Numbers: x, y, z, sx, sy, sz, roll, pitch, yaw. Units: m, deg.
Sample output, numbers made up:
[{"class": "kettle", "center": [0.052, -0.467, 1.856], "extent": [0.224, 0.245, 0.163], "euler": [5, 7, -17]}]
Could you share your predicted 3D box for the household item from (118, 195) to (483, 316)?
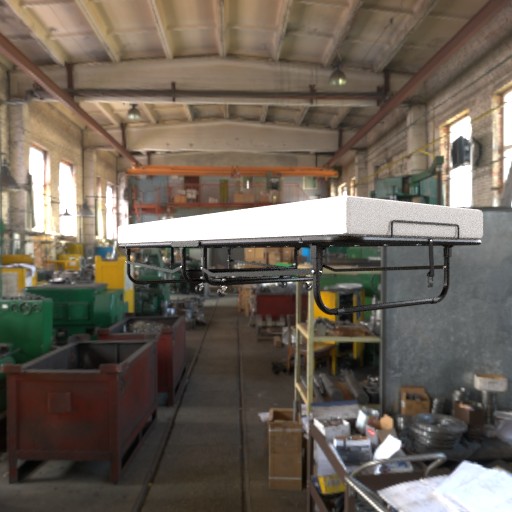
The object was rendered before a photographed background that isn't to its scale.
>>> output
[{"class": "household item", "center": [0.000, 0.000, 2.179], "extent": [0.787, 0.356, 1.905], "euler": [0, 1, -36]}]
